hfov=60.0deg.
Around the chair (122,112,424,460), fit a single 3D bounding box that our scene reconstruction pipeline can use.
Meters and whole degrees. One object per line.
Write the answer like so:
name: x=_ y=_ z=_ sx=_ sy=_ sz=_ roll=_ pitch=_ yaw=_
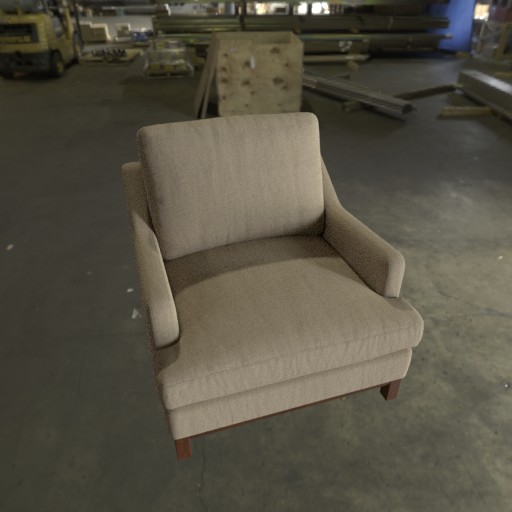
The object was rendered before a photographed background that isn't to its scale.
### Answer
chair: x=0.000 y=0.000 z=1.733 sx=0.912 sy=0.916 sz=1.001 roll=-10 pitch=34 yaw=-15
